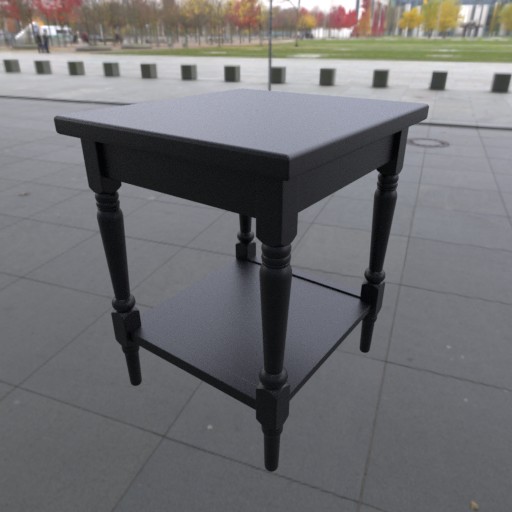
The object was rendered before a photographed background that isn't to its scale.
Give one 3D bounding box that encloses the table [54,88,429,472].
[{"bbox_3d":[0.000,0.000,0.888,0.442,0.565,0.488,18,32,32],"label":"table"}]
